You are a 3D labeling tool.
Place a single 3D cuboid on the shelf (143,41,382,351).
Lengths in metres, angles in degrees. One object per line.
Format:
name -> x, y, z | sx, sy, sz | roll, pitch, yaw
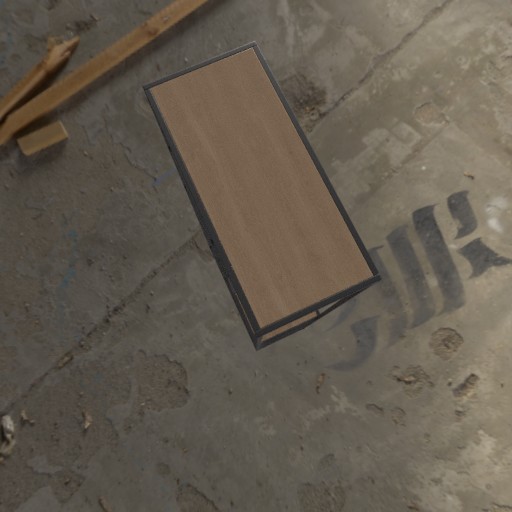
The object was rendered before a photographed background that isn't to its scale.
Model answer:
shelf -> 0.000, 0.000, 2.083 | 0.350, 1.850, 0.770 | -24, 78, -5
